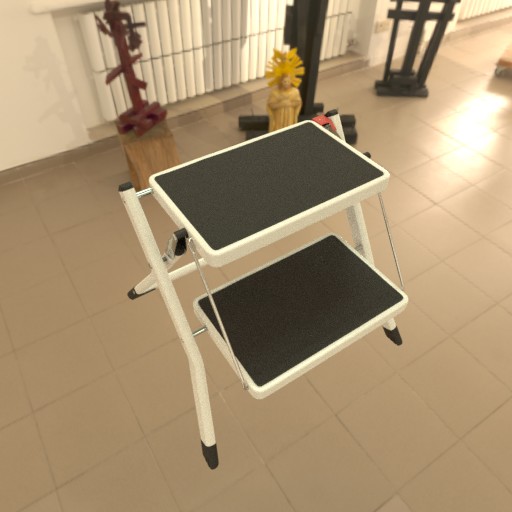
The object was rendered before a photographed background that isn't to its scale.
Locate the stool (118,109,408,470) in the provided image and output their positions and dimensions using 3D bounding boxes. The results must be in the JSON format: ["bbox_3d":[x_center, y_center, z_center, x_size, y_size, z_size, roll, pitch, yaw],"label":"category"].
[{"bbox_3d":[0.000,0.000,0.851,0.485,0.445,0.490,-25,51,-22],"label":"stool"}]
